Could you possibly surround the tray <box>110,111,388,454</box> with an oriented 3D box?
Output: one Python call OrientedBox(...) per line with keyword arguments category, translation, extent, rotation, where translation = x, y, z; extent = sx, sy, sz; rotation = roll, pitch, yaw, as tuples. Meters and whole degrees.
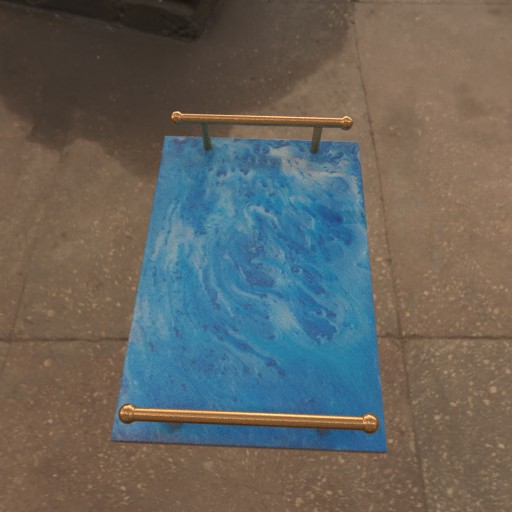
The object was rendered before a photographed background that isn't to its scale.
OrientedBox(category="tray", translation=(0.000, 0.000, 0.564), extent=(0.304, 0.084, 0.444), rotation=(2, 62, 1))
